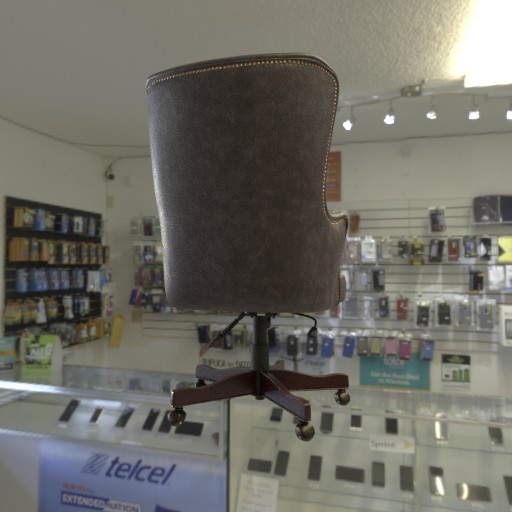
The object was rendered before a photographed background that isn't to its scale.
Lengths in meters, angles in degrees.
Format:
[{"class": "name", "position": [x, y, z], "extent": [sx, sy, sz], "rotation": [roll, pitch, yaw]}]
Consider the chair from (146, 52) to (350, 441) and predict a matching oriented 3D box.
[{"class": "chair", "position": [0.000, 0.000, 1.475], "extent": [0.594, 1.037, 0.717], "rotation": [0, -1, 17]}]
